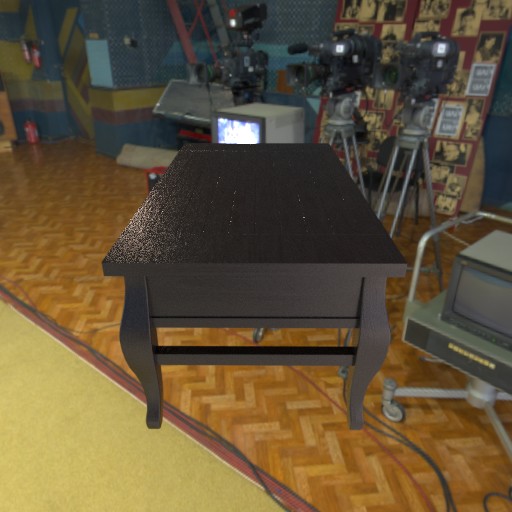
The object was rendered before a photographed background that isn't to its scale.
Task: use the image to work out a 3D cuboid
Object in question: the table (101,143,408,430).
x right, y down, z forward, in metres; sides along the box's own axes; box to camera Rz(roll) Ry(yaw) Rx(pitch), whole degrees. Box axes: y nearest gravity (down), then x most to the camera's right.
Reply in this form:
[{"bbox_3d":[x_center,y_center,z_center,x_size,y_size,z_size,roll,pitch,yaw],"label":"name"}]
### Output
[{"bbox_3d":[0.000,0.000,1.427,0.600,0.494,1.062,0,26,0],"label":"table"}]
